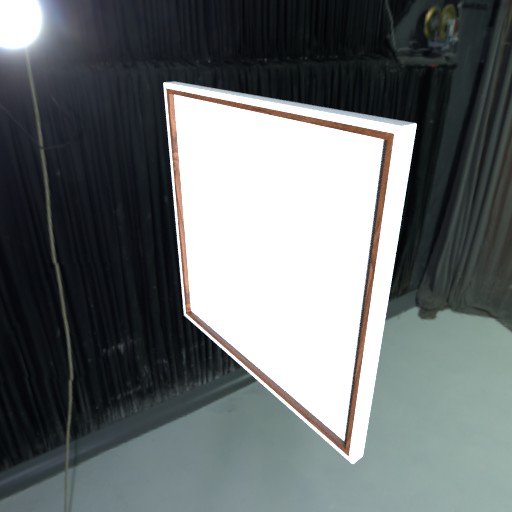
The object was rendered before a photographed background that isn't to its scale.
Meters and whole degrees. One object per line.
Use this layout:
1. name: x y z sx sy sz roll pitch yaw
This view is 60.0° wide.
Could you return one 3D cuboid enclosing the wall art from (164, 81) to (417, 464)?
1. wall art: 0.000 0.000 1.484 0.049 1.009 1.009 -20 33 -34
